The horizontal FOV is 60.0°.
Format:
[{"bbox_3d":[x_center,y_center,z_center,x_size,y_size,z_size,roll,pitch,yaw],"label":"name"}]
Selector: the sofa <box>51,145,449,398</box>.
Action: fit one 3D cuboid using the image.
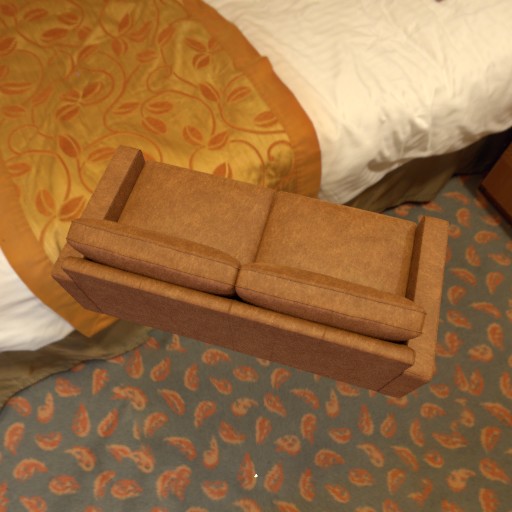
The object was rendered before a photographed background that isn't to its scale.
[{"bbox_3d":[0.000,0.000,2.655,2.156,0.928,0.991,14,65,7],"label":"sofa"}]
